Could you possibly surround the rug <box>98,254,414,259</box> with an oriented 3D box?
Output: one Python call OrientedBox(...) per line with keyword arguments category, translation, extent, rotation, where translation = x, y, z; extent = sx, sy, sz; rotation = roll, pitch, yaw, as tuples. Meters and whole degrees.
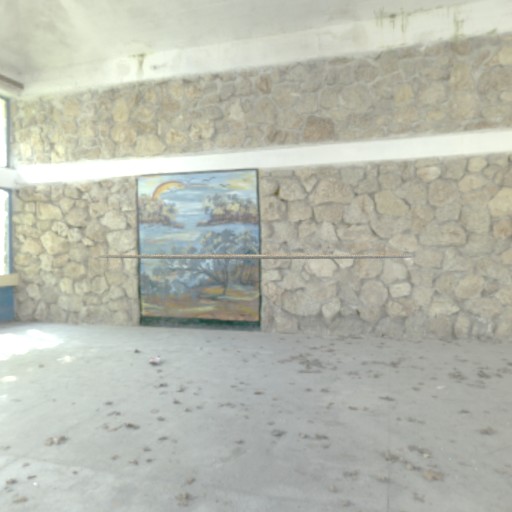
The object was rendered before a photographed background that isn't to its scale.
OrientedBox(category="rug", translation=(0.000, 0.000, 3.552), extent=(2.382, 0.014, 2.382), rotation=(0, 0, 0))
